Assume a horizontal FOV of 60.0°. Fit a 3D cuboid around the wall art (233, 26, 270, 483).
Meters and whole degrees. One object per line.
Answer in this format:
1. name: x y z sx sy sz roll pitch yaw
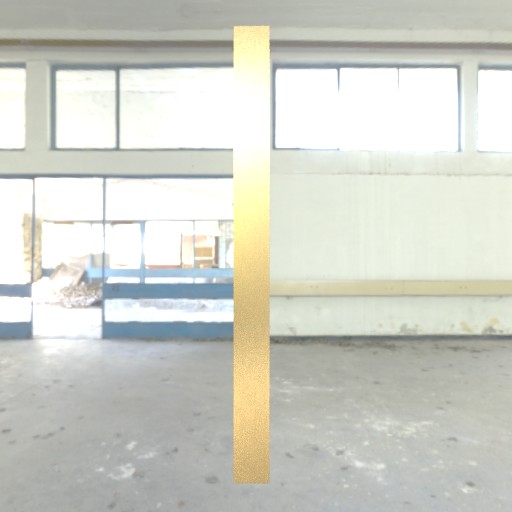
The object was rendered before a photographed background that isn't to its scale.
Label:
1. wall art: 0.000 0.000 0.747 0.040 0.509 0.509 0 -1 1
